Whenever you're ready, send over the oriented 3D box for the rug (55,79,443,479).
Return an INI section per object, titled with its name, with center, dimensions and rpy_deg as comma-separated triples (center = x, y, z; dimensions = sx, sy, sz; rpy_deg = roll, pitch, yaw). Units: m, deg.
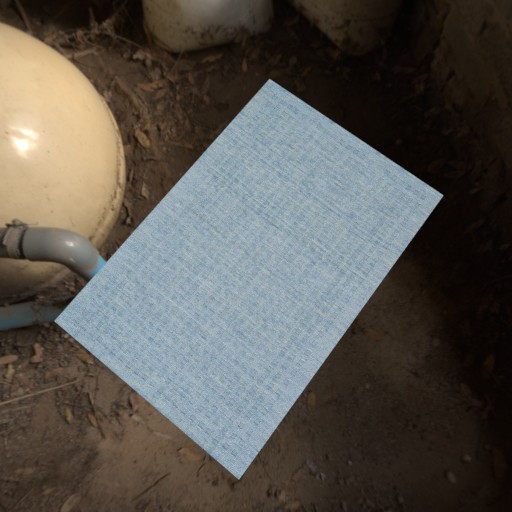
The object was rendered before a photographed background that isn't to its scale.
[rug]
center = 0.000, 0.000, 2.973
dimensions = 1.522, 0.006, 2.286
rpy_deg = 37, 78, 9
